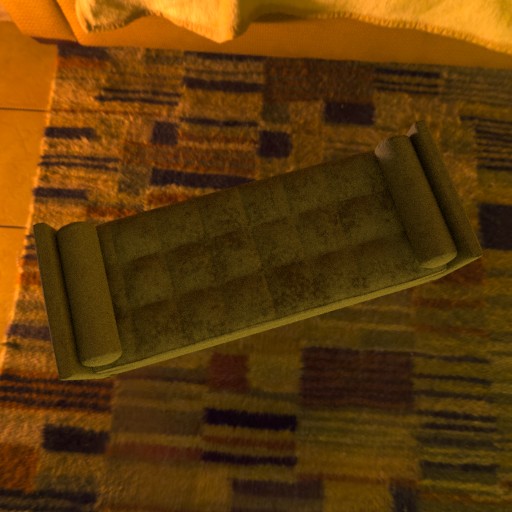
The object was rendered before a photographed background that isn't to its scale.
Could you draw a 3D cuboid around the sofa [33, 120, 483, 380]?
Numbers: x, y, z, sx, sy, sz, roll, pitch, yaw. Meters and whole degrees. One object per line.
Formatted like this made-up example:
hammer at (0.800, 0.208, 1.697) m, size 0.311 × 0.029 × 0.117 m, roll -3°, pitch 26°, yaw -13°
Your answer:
sofa at (0.000, 0.000, 2.468) m, size 2.102 × 0.657 × 0.797 m, roll -16°, pitch 76°, yaw -4°
